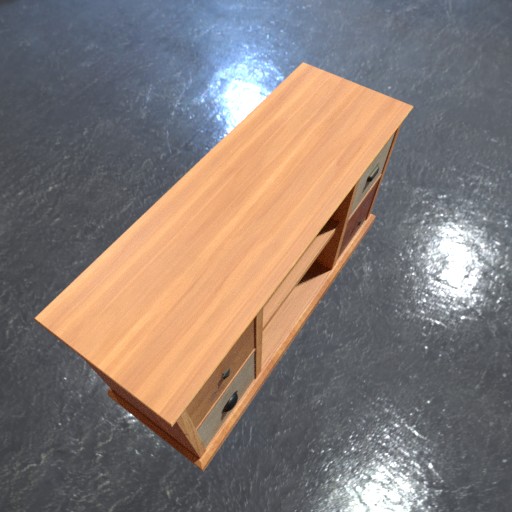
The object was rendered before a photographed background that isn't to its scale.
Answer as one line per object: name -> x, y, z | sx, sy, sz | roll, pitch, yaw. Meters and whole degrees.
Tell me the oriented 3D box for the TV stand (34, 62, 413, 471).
TV stand -> 0.000, 0.000, 1.456 | 0.417, 0.607, 1.181 | 30, 62, 18
